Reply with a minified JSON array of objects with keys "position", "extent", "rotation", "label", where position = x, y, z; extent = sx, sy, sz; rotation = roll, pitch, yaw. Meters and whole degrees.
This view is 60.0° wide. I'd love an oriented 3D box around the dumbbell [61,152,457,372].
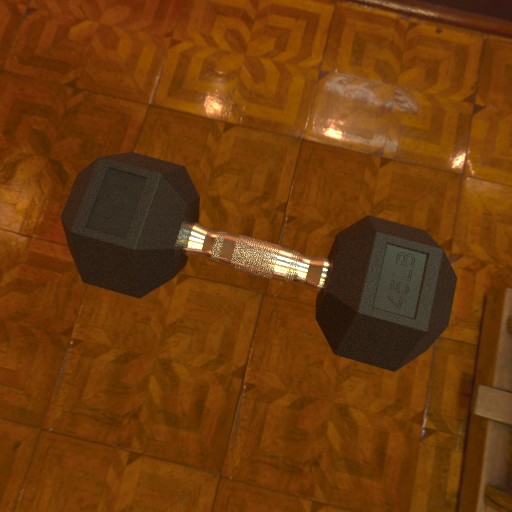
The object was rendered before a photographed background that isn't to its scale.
[{"position":[0.000,0.000,0.432],"extent":[0.356,0.123,0.141],"rotation":[15,78,3],"label":"dumbbell"}]
